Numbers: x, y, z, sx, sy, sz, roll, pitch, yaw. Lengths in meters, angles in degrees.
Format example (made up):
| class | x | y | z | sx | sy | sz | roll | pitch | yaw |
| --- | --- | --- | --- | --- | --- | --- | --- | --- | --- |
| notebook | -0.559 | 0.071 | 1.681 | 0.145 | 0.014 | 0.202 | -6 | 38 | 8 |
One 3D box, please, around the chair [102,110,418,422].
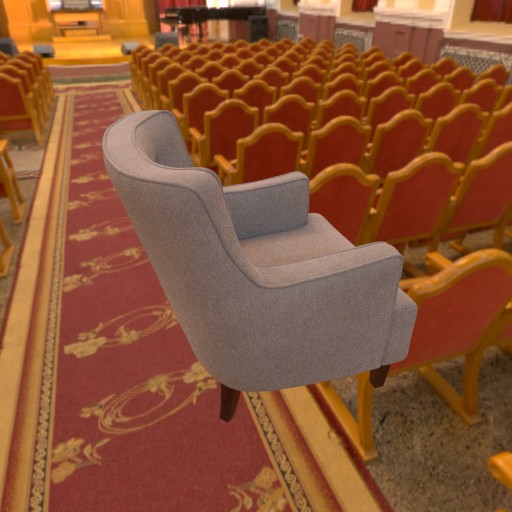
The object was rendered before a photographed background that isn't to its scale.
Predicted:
| class | x | y | z | sx | sy | sz | roll | pitch | yaw |
| --- | --- | --- | --- | --- | --- | --- | --- | --- | --- |
| chair | 0.000 | 0.000 | 1.587 | 0.910 | 0.919 | 0.781 | -10 | 32 | -16 |
